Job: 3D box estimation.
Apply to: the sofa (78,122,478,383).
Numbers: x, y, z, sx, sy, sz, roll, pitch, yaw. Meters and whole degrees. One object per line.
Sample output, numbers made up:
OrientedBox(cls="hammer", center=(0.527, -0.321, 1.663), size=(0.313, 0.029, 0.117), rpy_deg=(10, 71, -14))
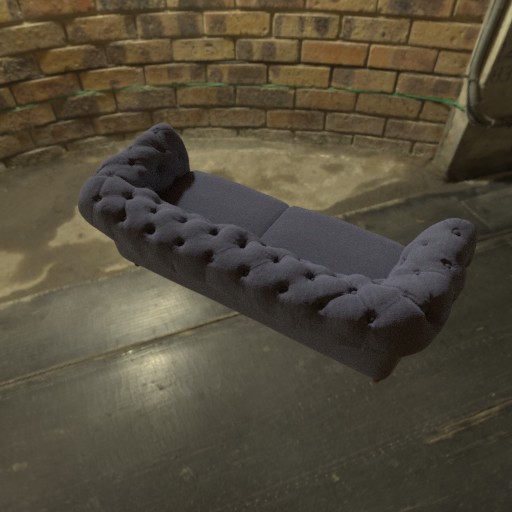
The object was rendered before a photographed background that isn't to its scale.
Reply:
OrientedBox(cls="sofa", center=(0.000, 0.000, 2.814), size=(2.335, 0.836, 1.046), rpy_deg=(23, 50, 21))
